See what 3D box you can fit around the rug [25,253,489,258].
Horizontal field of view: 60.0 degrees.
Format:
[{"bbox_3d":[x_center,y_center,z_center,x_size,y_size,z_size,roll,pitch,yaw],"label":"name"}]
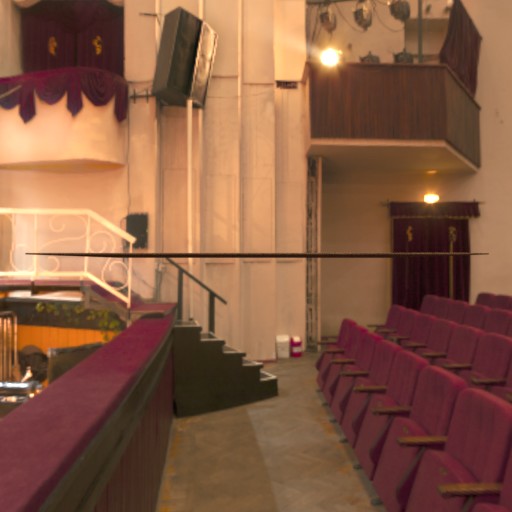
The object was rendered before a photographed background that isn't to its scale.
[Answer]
[{"bbox_3d":[0.000,0.000,2.320,1.813,0.006,1.202,0,-1,0],"label":"rug"}]
